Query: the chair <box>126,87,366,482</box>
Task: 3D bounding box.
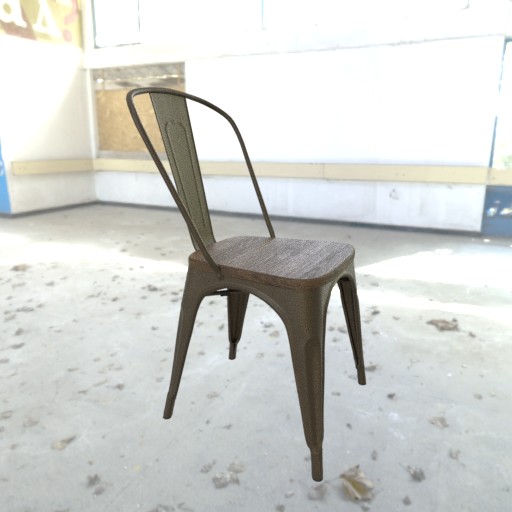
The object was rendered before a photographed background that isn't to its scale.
[{"bbox_3d":[0.000,0.000,1.154,0.532,0.844,0.451,7,17,25],"label":"chair"}]
